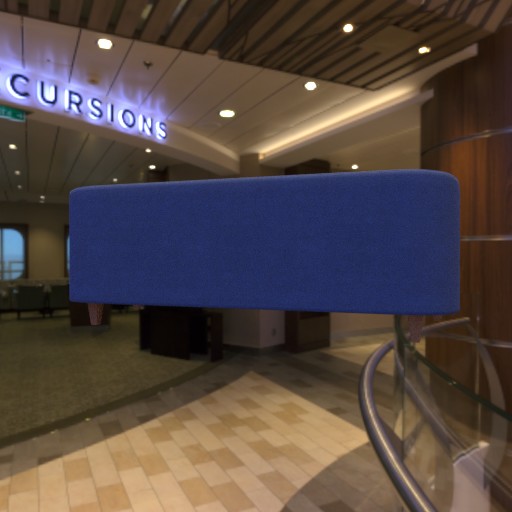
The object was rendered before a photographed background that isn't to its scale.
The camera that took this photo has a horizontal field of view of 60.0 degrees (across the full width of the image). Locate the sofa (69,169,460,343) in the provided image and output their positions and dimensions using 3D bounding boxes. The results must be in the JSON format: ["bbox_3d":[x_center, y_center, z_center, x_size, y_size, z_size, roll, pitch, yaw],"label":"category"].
[{"bbox_3d":[0.000,0.000,2.647,2.235,0.787,0.914,0,0,17],"label":"sofa"}]
